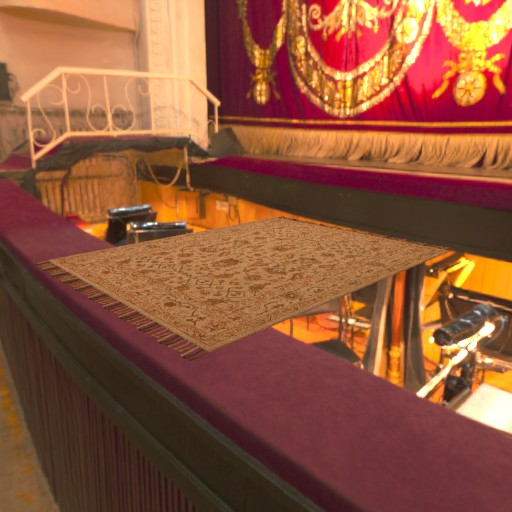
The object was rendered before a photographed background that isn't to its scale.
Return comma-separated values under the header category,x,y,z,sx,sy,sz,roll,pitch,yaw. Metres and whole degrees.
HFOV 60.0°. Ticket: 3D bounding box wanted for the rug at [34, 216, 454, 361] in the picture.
category,x,y,z,sx,sy,sz,roll,pitch,yaw
rug,0.000,0.000,2.243,1.726,0.009,1.278,-15,22,-42
